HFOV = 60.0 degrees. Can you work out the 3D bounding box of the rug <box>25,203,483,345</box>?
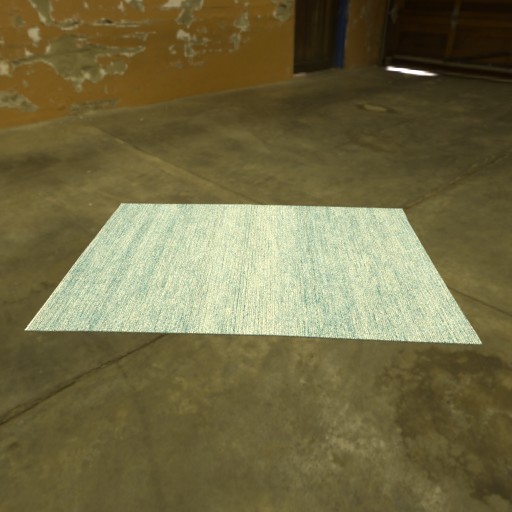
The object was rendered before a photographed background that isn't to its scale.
[{"bbox_3d":[0.000,0.000,2.911,2.306,0.030,1.613,1,30,2],"label":"rug"}]
